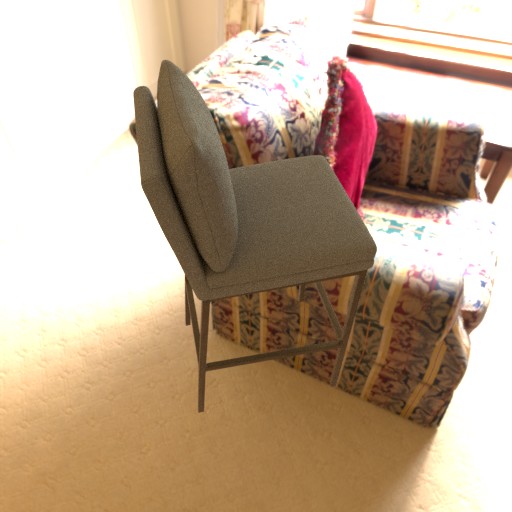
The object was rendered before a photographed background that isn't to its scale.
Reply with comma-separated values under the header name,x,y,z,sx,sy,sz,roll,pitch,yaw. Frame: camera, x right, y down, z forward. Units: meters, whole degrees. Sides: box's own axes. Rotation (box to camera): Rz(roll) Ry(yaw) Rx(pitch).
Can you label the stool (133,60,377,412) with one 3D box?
name,x,y,z,sx,sy,sz,roll,pitch,yaw
stool,0.000,0.000,1.418,0.569,1.132,0.463,-9,47,-9
